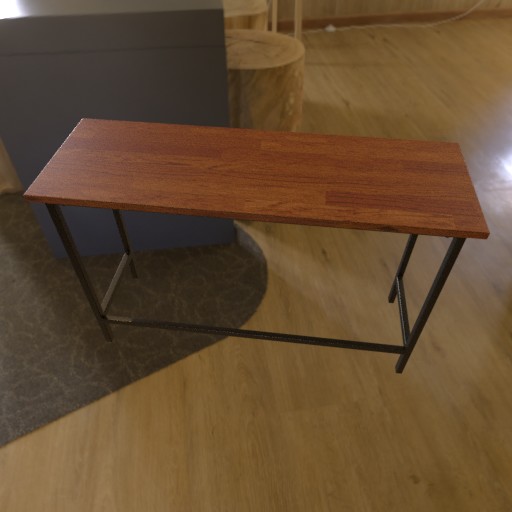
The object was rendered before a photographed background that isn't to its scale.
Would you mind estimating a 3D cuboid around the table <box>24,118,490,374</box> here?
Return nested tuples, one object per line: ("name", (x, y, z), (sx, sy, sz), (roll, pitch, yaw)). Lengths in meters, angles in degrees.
("table", (0.000, 0.000, 1.539), (1.204, 0.740, 0.408), (5, 47, 5))
